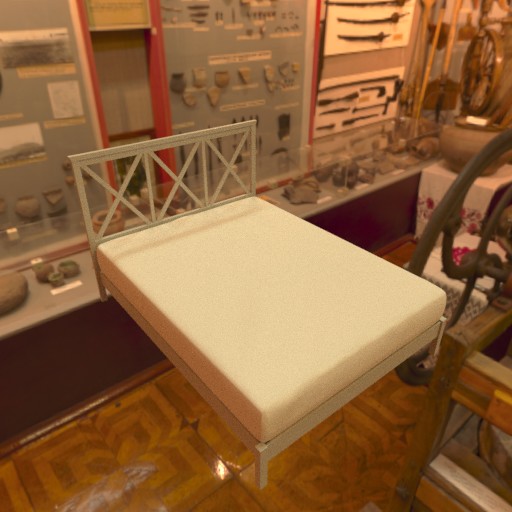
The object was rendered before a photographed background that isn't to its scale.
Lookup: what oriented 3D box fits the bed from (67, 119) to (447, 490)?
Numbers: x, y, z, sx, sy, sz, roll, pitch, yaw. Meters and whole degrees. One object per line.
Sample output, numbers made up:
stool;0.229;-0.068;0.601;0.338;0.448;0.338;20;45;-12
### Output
bed;0.000;0.000;3.148;1.673;1.253;2.135;-22;37;-32
